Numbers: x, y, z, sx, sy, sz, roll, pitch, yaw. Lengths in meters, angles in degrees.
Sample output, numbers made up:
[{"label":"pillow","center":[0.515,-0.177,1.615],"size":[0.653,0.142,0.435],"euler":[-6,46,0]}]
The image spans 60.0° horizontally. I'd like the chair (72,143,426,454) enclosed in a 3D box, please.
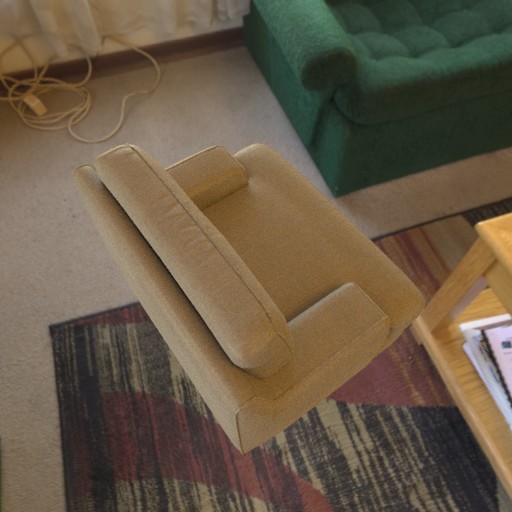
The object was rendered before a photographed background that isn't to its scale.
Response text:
[{"label":"chair","center":[0.000,0.000,2.016],"size":[1.043,0.974,1.270],"euler":[-32,63,-18]}]
